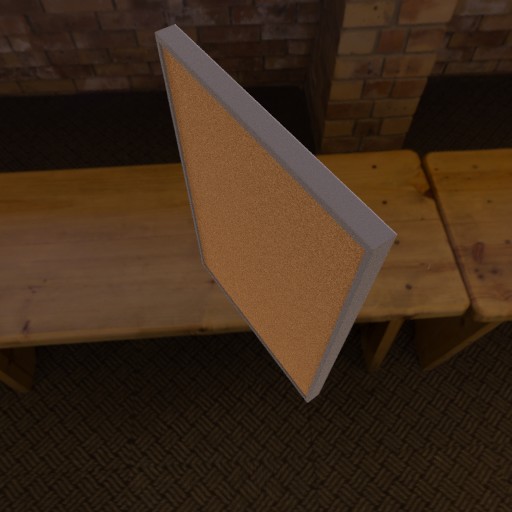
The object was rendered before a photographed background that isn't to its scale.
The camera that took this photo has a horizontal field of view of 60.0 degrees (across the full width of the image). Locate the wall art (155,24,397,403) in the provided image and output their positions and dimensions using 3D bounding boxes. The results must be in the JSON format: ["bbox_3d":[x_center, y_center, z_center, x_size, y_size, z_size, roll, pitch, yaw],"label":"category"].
[{"bbox_3d":[0.000,0.000,0.939,0.039,0.753,0.511,-32,64,-17],"label":"wall art"}]
